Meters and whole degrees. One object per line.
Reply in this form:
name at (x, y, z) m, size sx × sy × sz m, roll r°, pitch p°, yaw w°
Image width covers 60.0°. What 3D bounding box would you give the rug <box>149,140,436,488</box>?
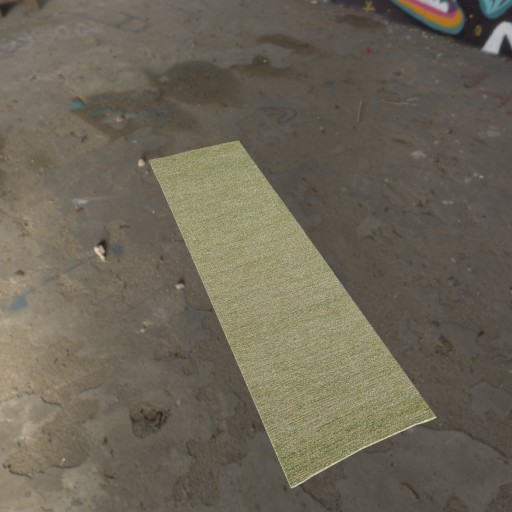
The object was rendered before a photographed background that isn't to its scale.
rug at (0.000, 0.000, 2.508) m, size 0.686 × 0.013 × 2.340 m, roll -17°, pitch 49°, yaw -15°
